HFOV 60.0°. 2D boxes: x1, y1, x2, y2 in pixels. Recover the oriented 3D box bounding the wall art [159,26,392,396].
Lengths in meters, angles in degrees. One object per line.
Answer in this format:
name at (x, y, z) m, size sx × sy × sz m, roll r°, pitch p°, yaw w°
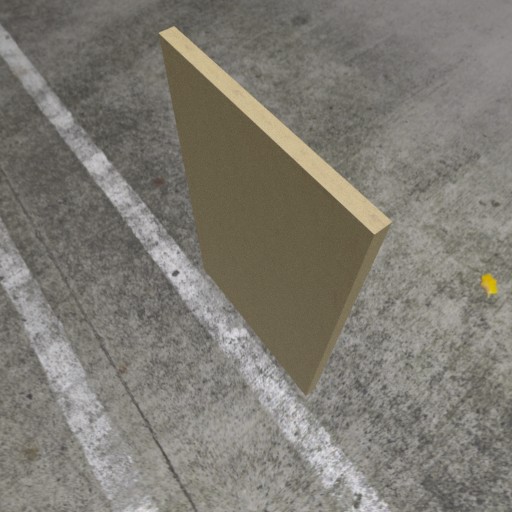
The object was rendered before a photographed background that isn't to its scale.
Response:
wall art at (0.000, 0.000, 0.992) m, size 0.039 × 0.810 × 0.510 m, roll -33°, pitch 65°, yaw -18°
